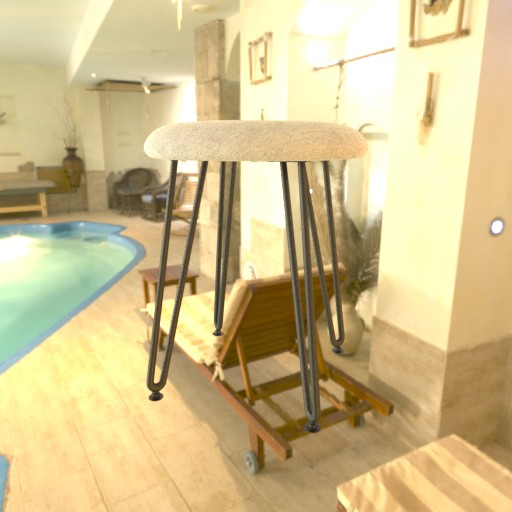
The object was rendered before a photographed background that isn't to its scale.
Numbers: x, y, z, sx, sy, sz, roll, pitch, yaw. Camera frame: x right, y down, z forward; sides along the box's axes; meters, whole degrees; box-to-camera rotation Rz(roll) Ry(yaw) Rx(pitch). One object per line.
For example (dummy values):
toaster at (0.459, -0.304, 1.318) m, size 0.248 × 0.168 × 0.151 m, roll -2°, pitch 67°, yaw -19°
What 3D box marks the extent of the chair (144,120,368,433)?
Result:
chair at (0.000, 0.000, 0.667) m, size 0.350 × 0.386 × 0.350 m, roll -7°, pitch 16°, yaw -26°
